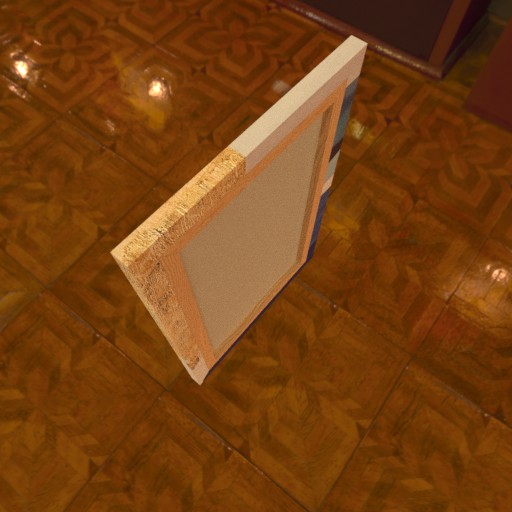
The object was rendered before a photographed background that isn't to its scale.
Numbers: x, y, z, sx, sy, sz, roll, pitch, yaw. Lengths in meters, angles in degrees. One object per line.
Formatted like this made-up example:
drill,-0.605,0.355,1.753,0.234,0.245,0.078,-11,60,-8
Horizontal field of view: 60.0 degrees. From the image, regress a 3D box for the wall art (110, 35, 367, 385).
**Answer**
wall art,0.000,0.000,1.144,0.039,0.911,0.607,37,69,17
